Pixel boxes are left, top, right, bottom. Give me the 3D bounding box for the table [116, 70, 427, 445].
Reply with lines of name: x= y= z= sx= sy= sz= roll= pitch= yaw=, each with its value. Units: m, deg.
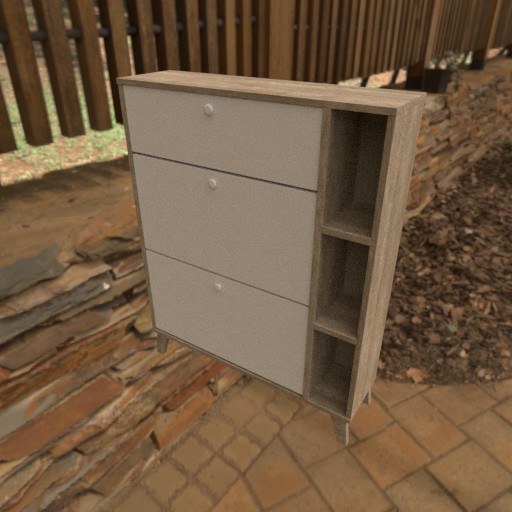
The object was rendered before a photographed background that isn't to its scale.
table: x=0.000 y=0.000 z=1.561 sx=0.902 sy=1.135 sz=0.256 roll=17 pitch=34 yaw=28
